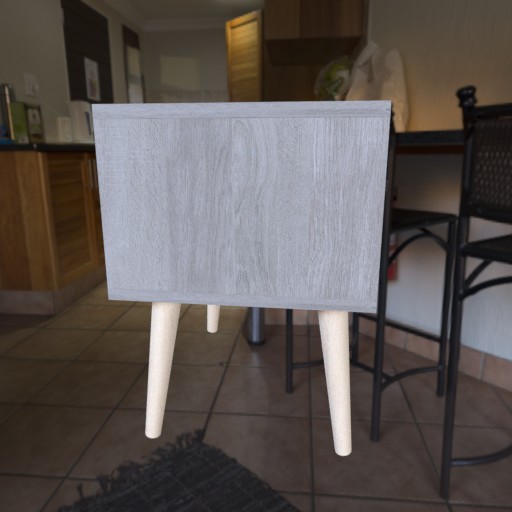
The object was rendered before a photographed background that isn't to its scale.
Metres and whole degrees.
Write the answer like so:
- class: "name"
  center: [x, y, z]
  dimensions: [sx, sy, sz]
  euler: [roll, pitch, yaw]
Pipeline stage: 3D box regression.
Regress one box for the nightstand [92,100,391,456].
- class: "nightstand"
  center: [0.000, 0.000, 0.818]
  dimensions: [0.380, 0.500, 0.450]
  euler: [2, 14, 8]
